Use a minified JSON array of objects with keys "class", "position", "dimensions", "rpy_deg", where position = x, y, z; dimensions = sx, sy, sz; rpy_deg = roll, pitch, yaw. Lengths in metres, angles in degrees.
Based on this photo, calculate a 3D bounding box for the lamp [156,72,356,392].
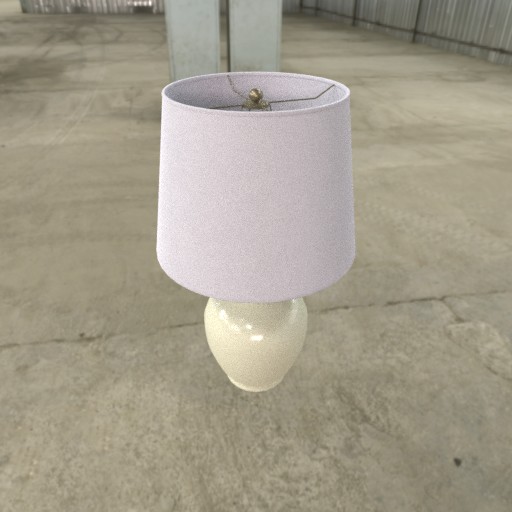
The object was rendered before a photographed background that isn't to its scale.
[{"class":"lamp","position":[0.000,0.000,0.554],"dimensions":[0.239,0.399,0.239],"rpy_deg":[0,32,0]}]
